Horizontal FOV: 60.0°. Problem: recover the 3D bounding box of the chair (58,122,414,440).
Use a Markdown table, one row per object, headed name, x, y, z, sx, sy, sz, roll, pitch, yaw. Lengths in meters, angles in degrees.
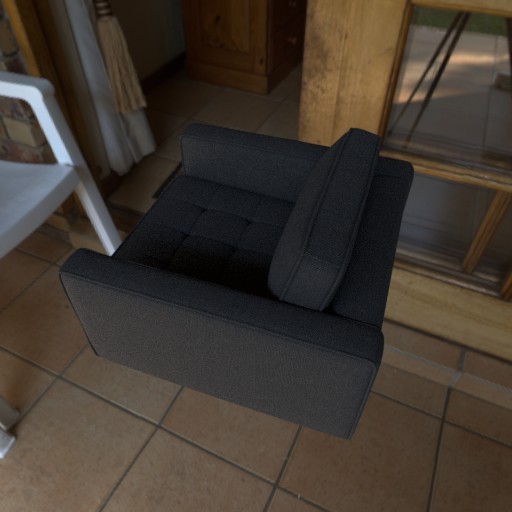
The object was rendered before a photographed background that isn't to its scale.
| name | x | y | z | sx | sy | sz | roll | pitch | yaw |
| --- | --- | --- | --- | --- | --- | --- | --- | --- | --- |
| chair | 0.000 | 0.000 | 1.559 | 0.919 | 0.770 | 0.899 | 14 | 47 | 13 |
